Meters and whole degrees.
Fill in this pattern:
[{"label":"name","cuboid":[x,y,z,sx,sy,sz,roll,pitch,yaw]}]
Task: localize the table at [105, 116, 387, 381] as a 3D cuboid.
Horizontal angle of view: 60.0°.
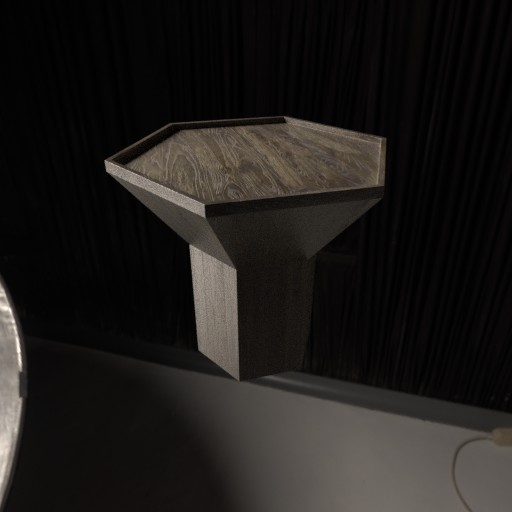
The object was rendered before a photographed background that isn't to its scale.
[{"label":"table","cuboid":[0.000,0.000,1.190,0.592,0.586,0.683,8,31,13]}]
